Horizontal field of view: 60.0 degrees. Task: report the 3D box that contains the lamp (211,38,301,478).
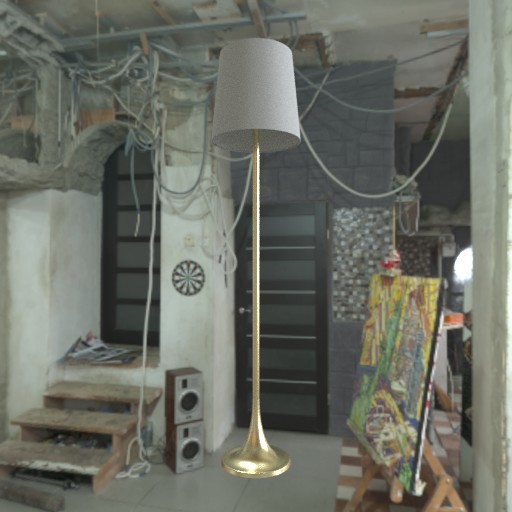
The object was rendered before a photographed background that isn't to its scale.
[{"bbox_3d":[0.000,0.000,1.676,0.337,1.543,0.337,0,-1,0],"label":"lamp"}]
